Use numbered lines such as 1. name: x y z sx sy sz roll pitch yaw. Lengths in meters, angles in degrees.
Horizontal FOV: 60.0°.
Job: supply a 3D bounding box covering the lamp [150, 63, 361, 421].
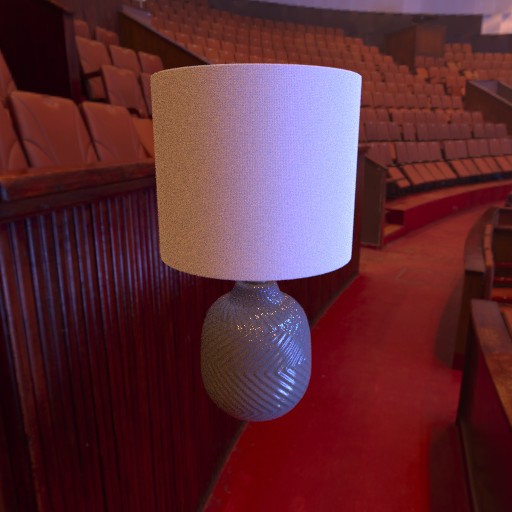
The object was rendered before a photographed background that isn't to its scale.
1. lamp: 0.000 0.000 0.492 0.207 0.366 0.207 2 15 8
